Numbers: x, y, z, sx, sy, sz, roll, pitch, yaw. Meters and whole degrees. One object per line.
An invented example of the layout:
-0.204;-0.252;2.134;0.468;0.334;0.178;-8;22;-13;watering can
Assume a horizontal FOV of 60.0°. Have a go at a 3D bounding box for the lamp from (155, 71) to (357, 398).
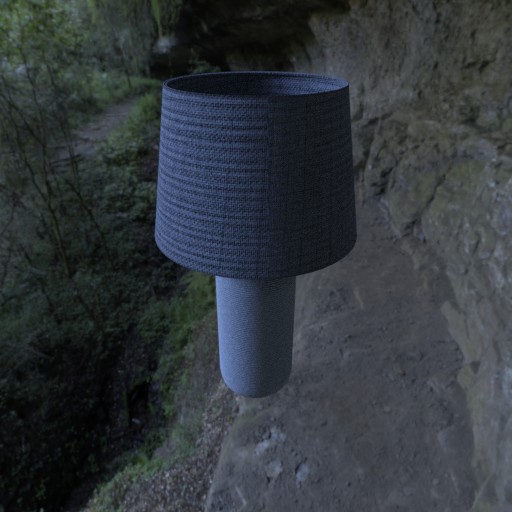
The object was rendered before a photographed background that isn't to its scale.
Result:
0.000;0.000;0.582;0.251;0.429;0.251;0;28;0;lamp
